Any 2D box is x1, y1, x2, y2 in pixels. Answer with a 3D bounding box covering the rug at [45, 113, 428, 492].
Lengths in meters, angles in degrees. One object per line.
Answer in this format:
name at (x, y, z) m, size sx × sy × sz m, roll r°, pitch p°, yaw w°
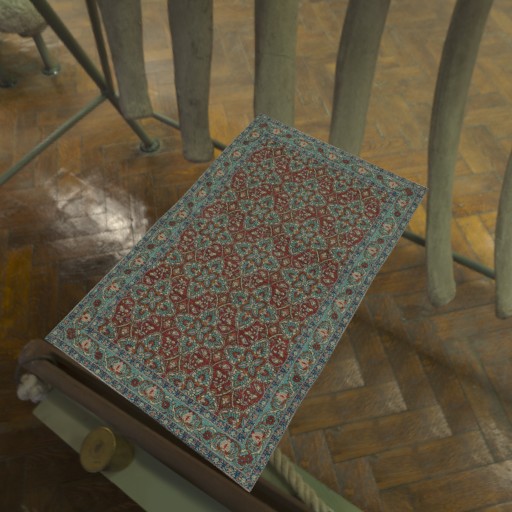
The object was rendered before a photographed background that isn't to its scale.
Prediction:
rug at (0.000, 0.000, 3.048) m, size 1.533 × 0.011 × 2.439 m, roll 29°, pitch 63°, yaw 17°
